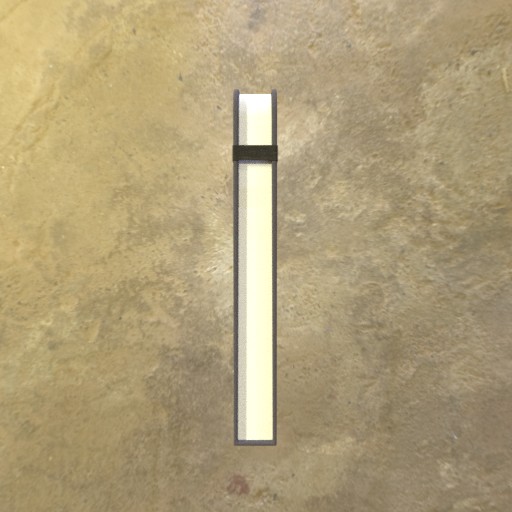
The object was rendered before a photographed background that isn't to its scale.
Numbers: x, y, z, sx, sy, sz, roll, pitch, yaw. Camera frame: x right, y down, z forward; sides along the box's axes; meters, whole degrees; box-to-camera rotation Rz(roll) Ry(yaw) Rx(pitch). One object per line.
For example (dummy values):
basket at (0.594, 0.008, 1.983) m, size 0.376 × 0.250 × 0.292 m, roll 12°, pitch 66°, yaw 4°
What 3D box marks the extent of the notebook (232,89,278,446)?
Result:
notebook at (0.000, 0.000, 0.260) m, size 0.016 × 0.213 × 0.127 m, roll 0°, pitch 92°, yaw 0°
